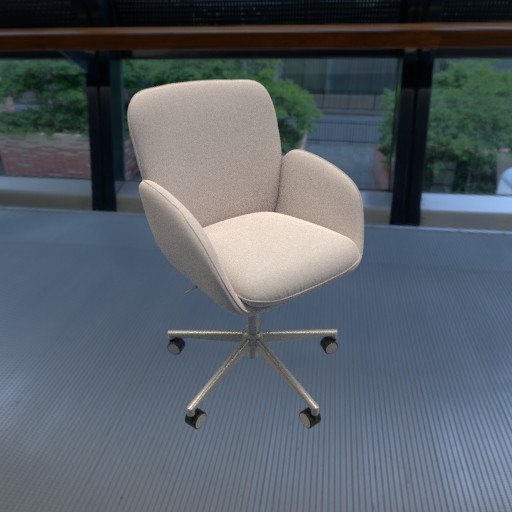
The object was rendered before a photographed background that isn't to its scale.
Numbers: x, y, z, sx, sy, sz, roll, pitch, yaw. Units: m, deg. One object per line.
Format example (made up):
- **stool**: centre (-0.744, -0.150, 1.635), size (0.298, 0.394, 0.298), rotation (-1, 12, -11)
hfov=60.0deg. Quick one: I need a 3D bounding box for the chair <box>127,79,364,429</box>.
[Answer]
- **chair**: centre (0.000, 0.000, 1.377), size (0.648, 0.959, 0.633), rotation (-20, 35, -31)
